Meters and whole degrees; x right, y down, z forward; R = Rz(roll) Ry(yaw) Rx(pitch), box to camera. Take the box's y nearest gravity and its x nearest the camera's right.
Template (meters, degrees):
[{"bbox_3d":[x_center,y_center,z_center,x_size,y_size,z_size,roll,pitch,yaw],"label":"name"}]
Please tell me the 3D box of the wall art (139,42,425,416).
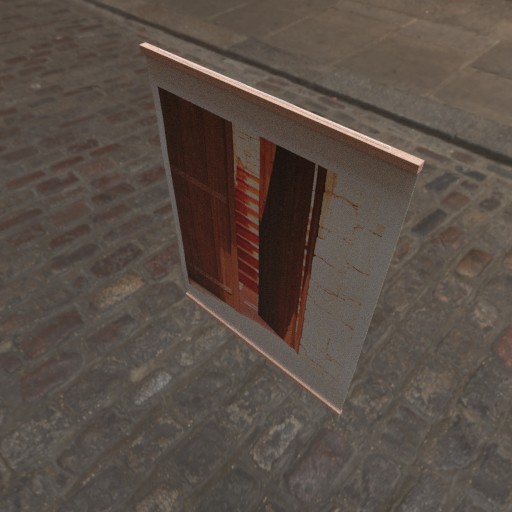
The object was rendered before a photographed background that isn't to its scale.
[{"bbox_3d":[0.000,0.000,1.290,0.758,1.013,0.020,33,55,27],"label":"wall art"}]
